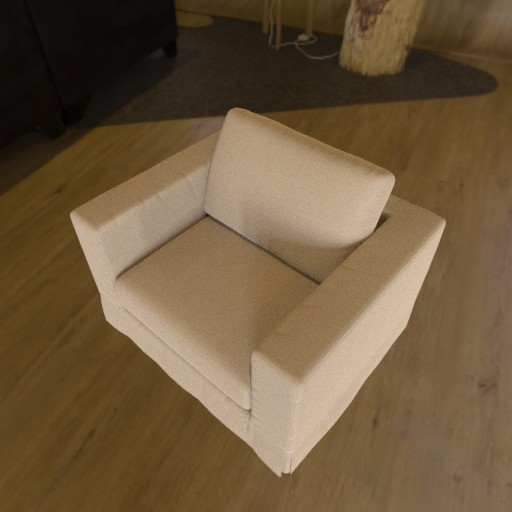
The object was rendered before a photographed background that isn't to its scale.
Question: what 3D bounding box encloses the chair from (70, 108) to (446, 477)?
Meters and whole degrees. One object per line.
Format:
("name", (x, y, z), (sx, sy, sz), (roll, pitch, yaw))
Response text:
("chair", (0.000, 0.000, 1.827), (1.150, 0.878, 0.957), (32, 53, 28))
